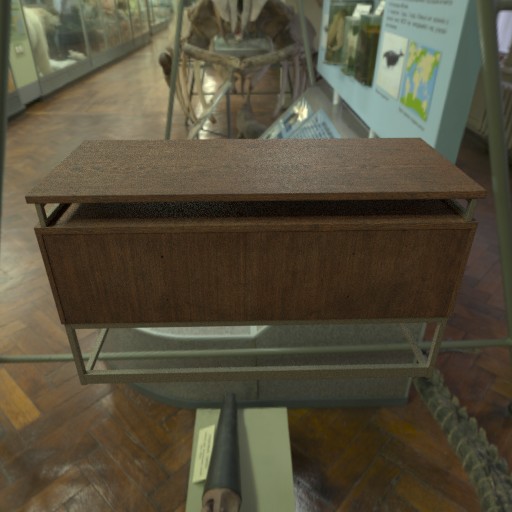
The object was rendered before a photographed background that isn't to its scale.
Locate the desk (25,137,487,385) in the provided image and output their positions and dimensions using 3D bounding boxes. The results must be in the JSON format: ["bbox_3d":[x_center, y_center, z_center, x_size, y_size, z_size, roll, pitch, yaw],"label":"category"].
[{"bbox_3d":[0.000,0.000,1.788,1.384,0.792,0.610,-1,31,-1],"label":"desk"}]
